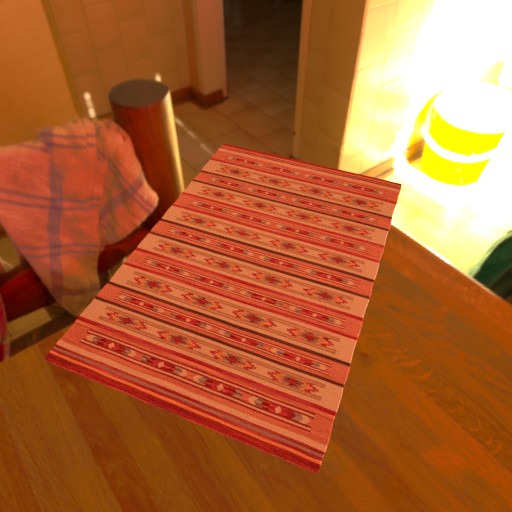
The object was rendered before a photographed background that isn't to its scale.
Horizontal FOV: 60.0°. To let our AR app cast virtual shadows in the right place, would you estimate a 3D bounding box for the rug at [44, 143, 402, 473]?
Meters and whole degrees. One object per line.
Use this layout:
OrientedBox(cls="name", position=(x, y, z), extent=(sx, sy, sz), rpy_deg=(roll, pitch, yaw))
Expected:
OrientedBox(cls="rug", position=(0.000, 0.000, 2.315), extent=(1.223, 0.008, 1.817), rpy_deg=(16, 49, 15))
